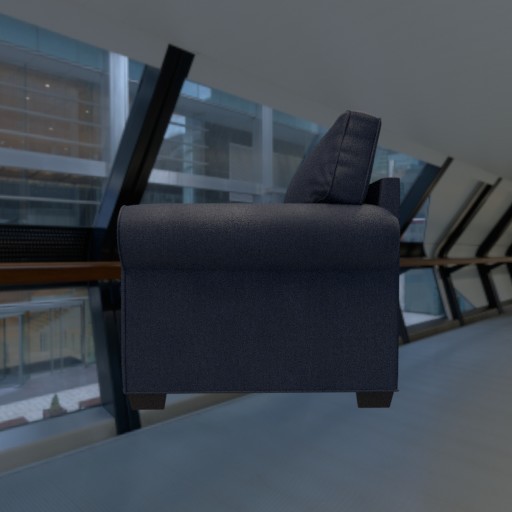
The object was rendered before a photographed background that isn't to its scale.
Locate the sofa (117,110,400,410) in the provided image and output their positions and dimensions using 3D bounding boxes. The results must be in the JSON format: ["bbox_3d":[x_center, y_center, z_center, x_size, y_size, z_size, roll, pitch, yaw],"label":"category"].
[{"bbox_3d":[0.000,0.000,2.083,0.938,1.004,1.405,0,1,-1],"label":"sofa"}]
